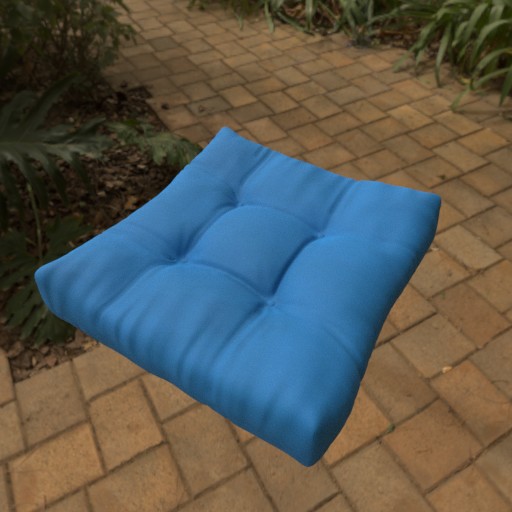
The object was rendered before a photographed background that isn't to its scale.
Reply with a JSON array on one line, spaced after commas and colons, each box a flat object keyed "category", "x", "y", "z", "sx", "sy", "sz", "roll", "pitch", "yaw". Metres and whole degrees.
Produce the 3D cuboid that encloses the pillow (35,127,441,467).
[{"category": "pillow", "x": 0.000, "y": 0.000, "z": 0.715, "sx": 0.468, "sy": 0.128, "sz": 0.490, "roll": 23, "pitch": 50, "yaw": 21}]
